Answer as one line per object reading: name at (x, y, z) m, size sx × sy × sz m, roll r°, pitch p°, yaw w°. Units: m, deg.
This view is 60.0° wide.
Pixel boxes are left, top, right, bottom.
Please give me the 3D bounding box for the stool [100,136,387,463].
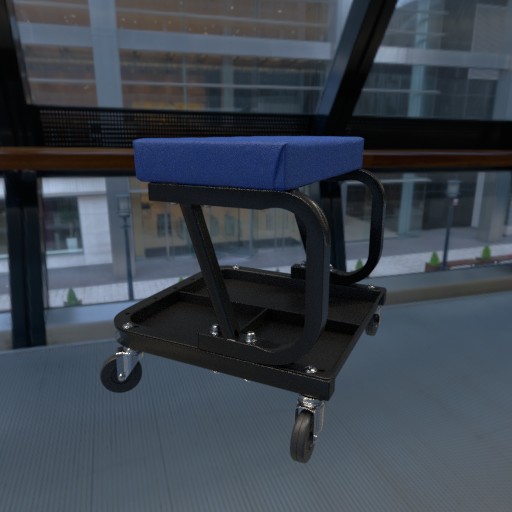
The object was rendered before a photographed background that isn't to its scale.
stool at (0.000, 0.000, 0.733) m, size 0.371 × 0.380 × 0.446 m, roll 8°, pitch 17°, yaw 25°
